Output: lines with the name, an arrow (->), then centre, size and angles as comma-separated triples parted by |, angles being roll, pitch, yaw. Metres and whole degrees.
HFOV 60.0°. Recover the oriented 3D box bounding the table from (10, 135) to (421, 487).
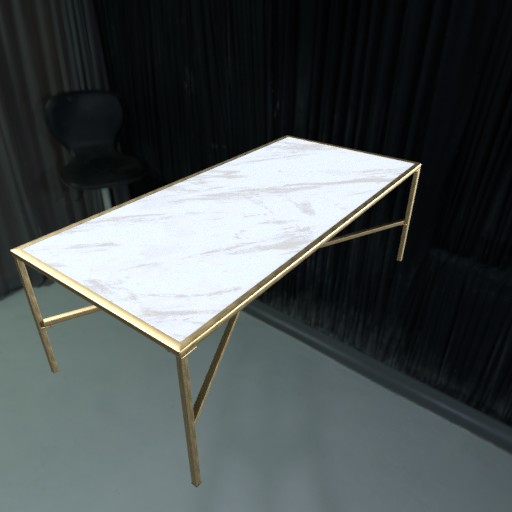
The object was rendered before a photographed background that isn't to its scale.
table -> 0.000, 0.000, 1.428 | 0.577, 0.405, 1.197 | 22, 37, 31
